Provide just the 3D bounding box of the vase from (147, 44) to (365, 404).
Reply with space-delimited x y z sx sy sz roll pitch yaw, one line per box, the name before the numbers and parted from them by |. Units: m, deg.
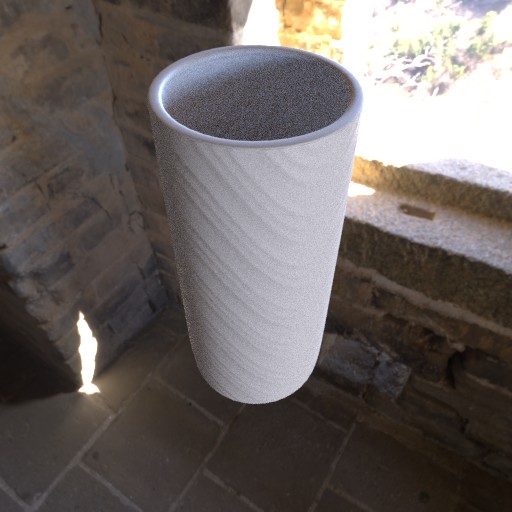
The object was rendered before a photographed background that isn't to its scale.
vase | 0.000 0.000 0.398 0.143 0.316 0.143 0 47 0
